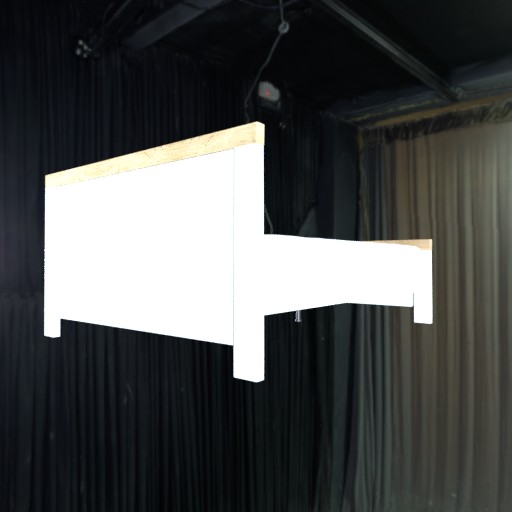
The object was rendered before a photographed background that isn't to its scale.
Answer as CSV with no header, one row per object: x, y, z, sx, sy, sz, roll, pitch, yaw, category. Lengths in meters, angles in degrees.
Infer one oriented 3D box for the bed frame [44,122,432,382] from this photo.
0.000,0.000,2.983,1.670,0.980,2.050,-1,-1,39,bed frame
